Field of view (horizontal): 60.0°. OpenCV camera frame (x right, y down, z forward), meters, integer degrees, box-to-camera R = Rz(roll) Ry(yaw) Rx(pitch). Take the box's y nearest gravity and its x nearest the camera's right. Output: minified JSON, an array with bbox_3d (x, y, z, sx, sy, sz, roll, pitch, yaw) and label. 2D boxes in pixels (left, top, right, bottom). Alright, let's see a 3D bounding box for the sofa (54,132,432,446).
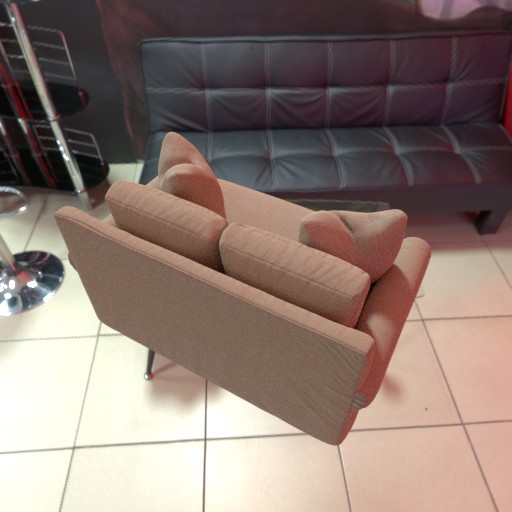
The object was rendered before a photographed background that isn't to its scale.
[{"bbox_3d":[0.000,0.000,2.234,1.550,0.905,1.070,22,50,20],"label":"sofa"}]
